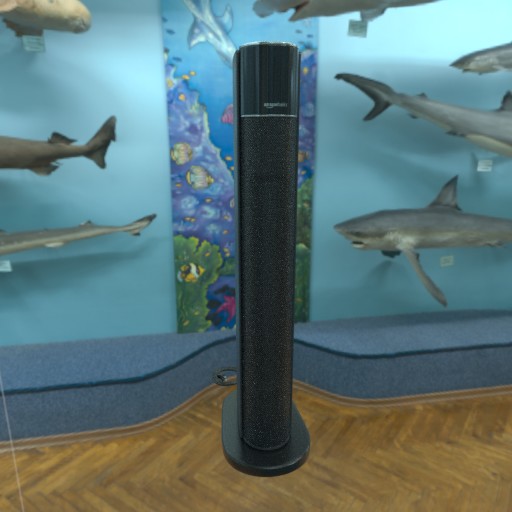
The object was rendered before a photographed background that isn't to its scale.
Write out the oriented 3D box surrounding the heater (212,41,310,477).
[{"bbox_3d":[0.000,0.000,1.040,0.214,0.856,0.458,-2,16,-8],"label":"heater"}]
